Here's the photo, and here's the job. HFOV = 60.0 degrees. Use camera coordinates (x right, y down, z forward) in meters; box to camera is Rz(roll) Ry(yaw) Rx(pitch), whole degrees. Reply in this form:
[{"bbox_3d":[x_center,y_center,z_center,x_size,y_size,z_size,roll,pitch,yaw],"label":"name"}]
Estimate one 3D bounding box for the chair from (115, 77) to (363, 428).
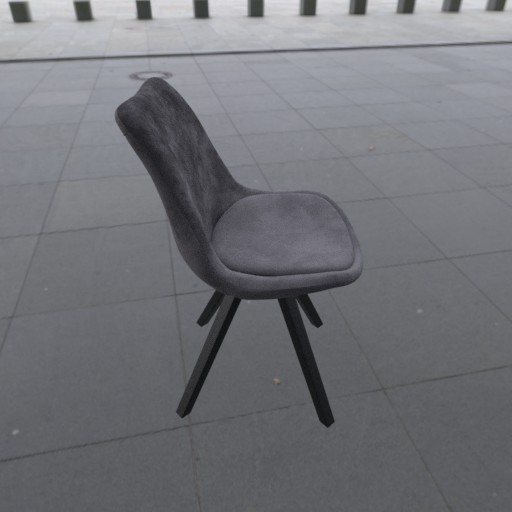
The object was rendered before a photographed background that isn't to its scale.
[{"bbox_3d":[0.000,0.000,1.186,0.550,0.850,0.485,1,34,2],"label":"chair"}]
